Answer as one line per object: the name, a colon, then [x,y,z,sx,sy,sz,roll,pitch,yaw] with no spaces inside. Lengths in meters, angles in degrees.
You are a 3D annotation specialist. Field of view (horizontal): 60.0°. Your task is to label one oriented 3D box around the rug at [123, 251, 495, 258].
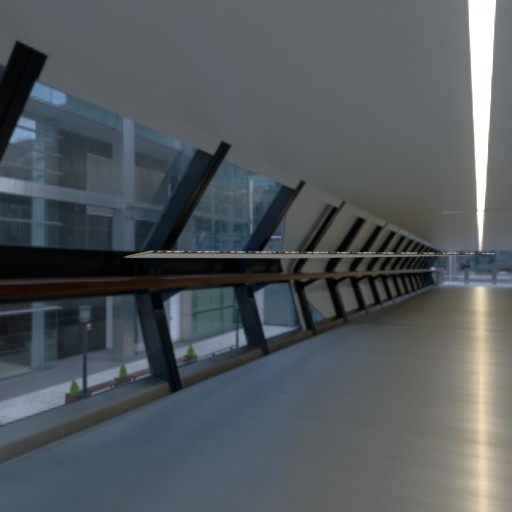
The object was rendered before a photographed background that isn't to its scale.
rug: [0.000,0.000,2.268,1.247,0.008,1.802,0,-1,-19]
